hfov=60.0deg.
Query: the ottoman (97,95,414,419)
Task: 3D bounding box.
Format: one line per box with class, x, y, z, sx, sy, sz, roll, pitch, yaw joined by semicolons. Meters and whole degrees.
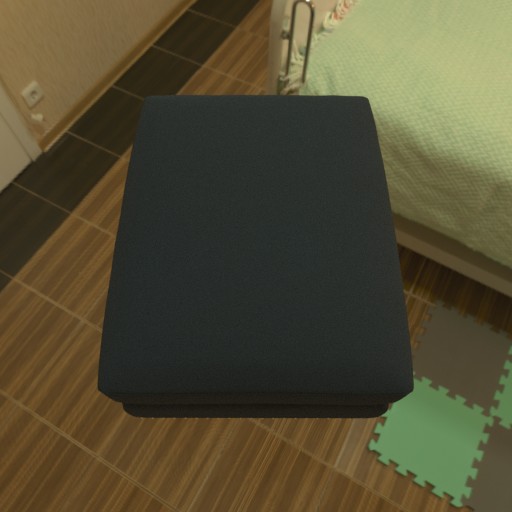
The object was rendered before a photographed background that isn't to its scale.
ottoman;0.000;0.000;1.105;0.584;0.513;0.741;0;63;0
